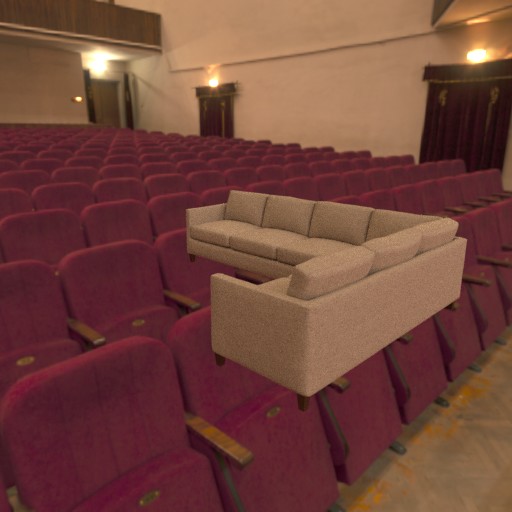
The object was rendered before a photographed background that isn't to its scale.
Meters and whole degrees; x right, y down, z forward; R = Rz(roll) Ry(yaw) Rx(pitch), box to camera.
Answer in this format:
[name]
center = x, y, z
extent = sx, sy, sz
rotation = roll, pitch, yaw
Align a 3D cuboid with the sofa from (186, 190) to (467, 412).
[sofa]
center = 0.000, 0.000, 4.597
extent = 3.333, 0.934, 2.522
rotation = 15, 22, 43
